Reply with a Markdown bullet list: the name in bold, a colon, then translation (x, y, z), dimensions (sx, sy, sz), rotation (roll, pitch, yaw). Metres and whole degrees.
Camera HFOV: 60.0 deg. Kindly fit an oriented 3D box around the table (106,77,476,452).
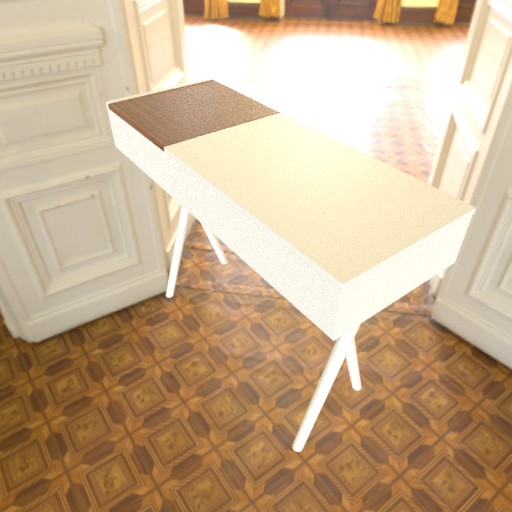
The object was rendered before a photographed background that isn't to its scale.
- **table**: translation (0.000, 0.000, 1.440), dimensions (0.418, 0.785, 1.066), rotation (-25, 46, -27)
